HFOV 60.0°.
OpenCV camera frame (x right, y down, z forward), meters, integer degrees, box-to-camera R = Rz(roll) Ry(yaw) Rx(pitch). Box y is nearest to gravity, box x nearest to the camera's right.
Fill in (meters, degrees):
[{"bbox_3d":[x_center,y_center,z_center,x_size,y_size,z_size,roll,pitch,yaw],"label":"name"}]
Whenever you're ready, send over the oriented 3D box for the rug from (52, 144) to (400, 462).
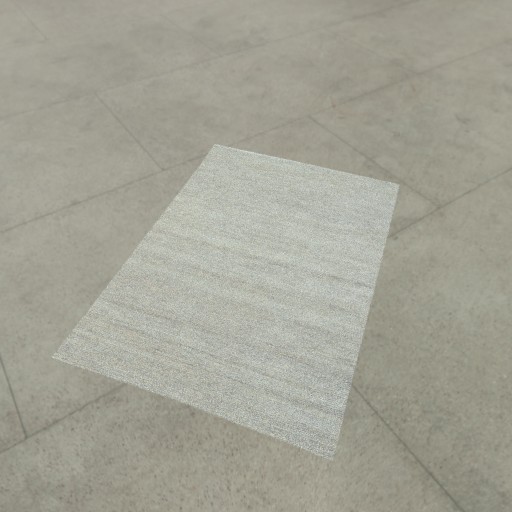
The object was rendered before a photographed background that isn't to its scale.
[{"bbox_3d":[0.000,0.000,3.018,1.624,0.030,2.264,15,49,14],"label":"rug"}]
